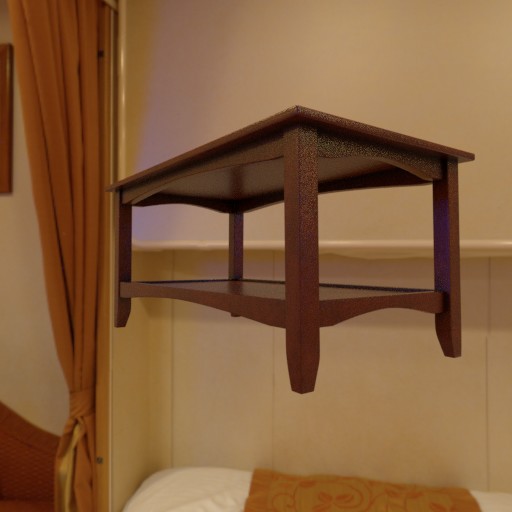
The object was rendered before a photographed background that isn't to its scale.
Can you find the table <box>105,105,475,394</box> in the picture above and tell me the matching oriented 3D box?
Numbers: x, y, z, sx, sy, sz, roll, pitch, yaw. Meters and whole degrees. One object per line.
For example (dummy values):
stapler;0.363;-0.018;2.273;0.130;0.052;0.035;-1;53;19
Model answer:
table;0.000;0.000;1.217;0.533;0.456;0.943;0;-1;-36
